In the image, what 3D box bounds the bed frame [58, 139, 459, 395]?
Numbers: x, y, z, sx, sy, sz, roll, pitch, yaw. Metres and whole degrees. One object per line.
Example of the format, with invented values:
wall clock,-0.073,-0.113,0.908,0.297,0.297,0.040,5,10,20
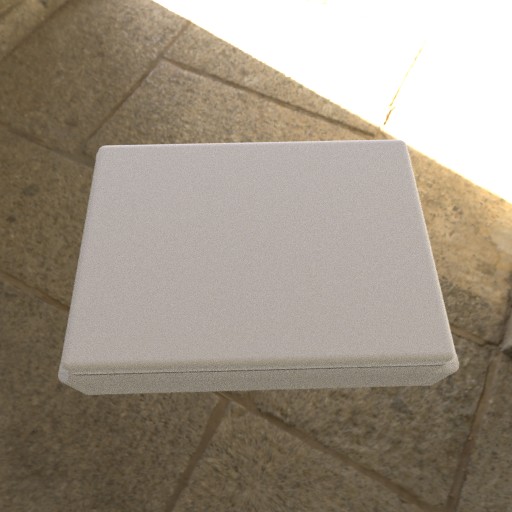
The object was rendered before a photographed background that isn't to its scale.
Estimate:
bed frame,0.000,0.000,2.498,1.900,0.406,1.400,-1,63,-1
